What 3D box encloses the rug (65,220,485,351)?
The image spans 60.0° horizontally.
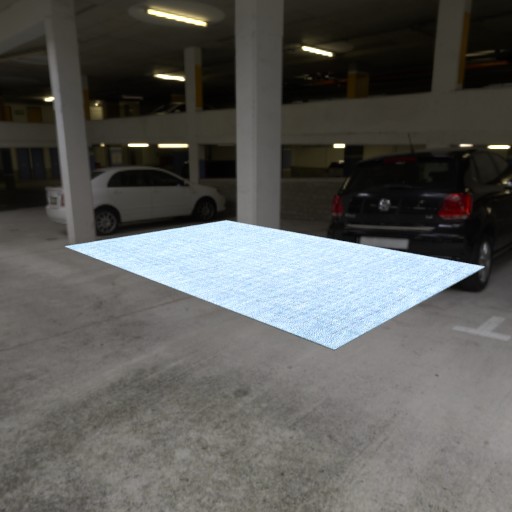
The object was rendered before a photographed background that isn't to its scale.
[{"bbox_3d":[0.000,0.000,2.866,2.286,0.006,1.522,14,20,43],"label":"rug"}]
